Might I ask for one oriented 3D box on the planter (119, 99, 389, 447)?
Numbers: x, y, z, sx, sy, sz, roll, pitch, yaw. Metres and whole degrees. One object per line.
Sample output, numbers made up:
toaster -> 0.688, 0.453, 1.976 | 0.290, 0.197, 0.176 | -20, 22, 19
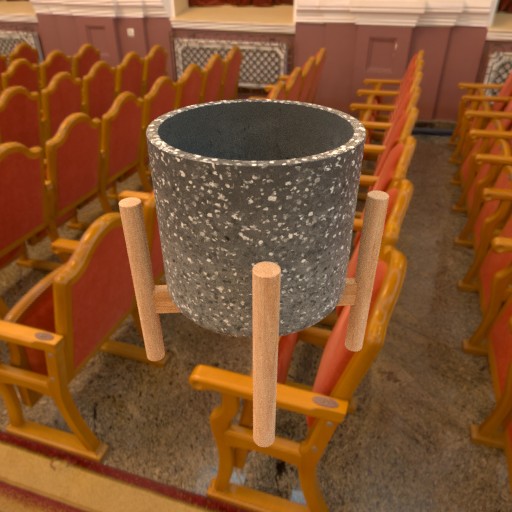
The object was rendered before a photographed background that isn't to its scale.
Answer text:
planter -> 0.000, 0.000, 0.544 | 0.284, 0.320, 0.284 | 10, 34, 16
